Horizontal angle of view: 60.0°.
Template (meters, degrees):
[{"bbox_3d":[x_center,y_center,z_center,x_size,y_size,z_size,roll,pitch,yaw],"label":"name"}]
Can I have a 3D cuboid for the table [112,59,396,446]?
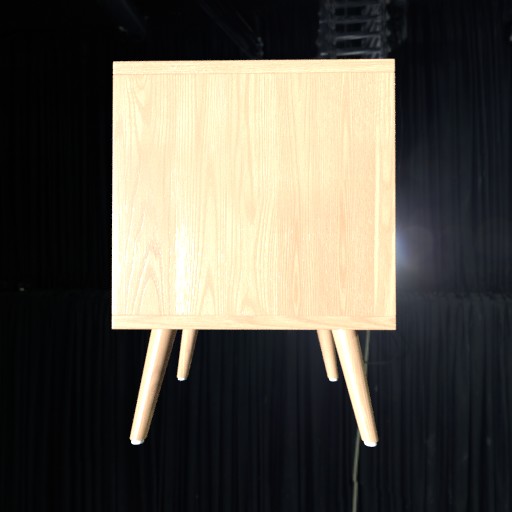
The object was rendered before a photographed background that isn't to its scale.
[{"bbox_3d":[0.000,0.000,0.824,0.400,0.550,0.400,0,-1,1],"label":"table"}]
